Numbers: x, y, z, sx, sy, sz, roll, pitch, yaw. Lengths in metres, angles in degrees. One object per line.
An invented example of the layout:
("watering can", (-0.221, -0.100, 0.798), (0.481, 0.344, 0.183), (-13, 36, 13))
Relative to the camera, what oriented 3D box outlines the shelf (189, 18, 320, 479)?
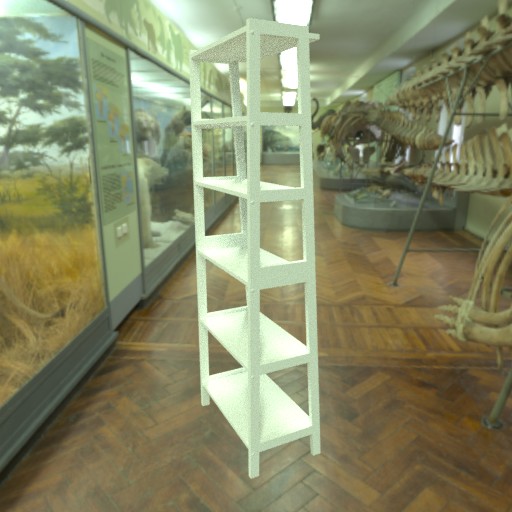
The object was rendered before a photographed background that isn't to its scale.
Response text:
("shelf", (0.000, 0.000, 2.131), (0.381, 1.892, 0.660), (-7, 17, -26))
